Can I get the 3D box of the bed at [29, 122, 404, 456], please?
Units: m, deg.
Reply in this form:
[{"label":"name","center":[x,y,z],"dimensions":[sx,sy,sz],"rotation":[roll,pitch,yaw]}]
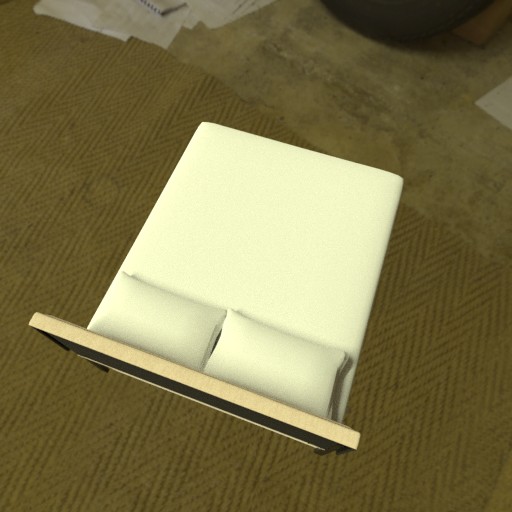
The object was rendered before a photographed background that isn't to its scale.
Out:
[{"label":"bed","center":[0.000,0.000,2.787],"dimensions":[1.616,1.016,1.876],"rotation":[18,65,9]}]
